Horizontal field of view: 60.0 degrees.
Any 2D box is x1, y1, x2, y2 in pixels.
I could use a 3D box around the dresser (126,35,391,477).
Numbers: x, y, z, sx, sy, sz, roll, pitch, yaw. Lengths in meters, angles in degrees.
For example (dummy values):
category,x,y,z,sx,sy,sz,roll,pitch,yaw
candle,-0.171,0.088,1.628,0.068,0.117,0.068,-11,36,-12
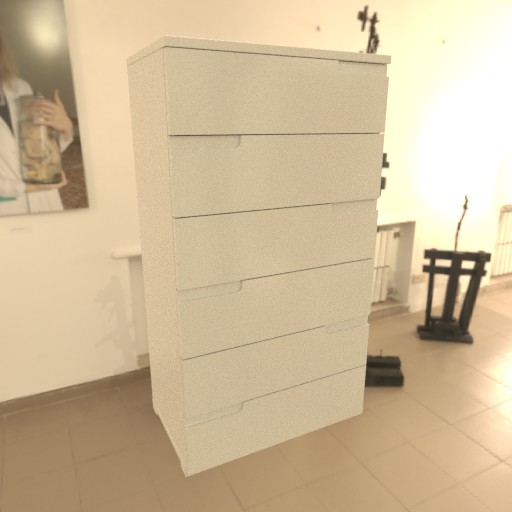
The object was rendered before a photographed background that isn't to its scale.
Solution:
category,x,y,z,sx,sy,sz,roll,pitch,yaw
dresser,0.000,0.000,1.440,0.650,1.190,0.400,-8,18,-26
